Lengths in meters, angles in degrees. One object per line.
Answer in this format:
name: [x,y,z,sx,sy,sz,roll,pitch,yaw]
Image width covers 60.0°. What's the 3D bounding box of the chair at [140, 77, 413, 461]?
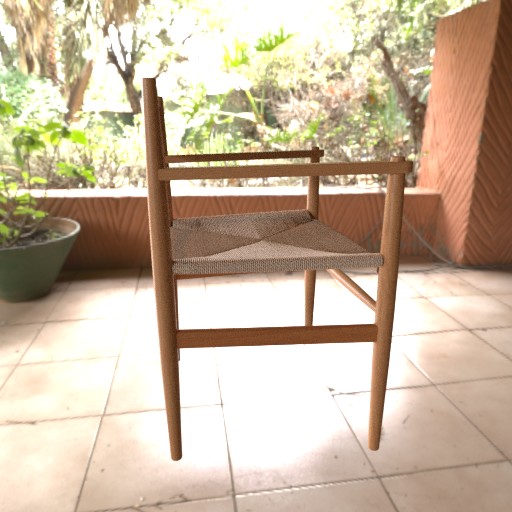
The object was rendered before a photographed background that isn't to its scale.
chair: [0.000,0.000,1.086,0.495,0.762,0.556,-3,16,-10]
